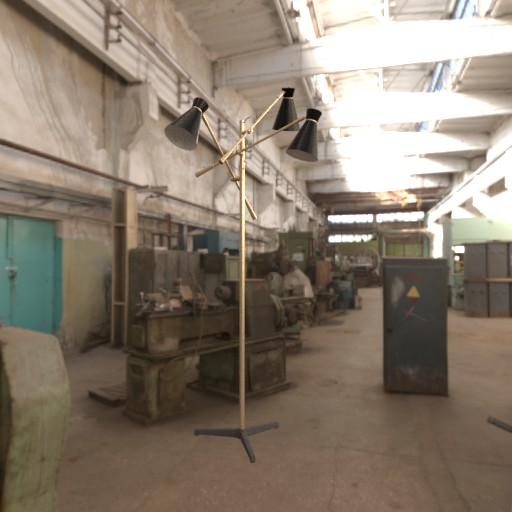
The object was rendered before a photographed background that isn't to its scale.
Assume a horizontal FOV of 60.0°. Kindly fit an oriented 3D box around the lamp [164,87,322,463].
[{"bbox_3d":[0.000,0.000,2.143,0.653,1.804,0.750,0,-1,17],"label":"lamp"}]
